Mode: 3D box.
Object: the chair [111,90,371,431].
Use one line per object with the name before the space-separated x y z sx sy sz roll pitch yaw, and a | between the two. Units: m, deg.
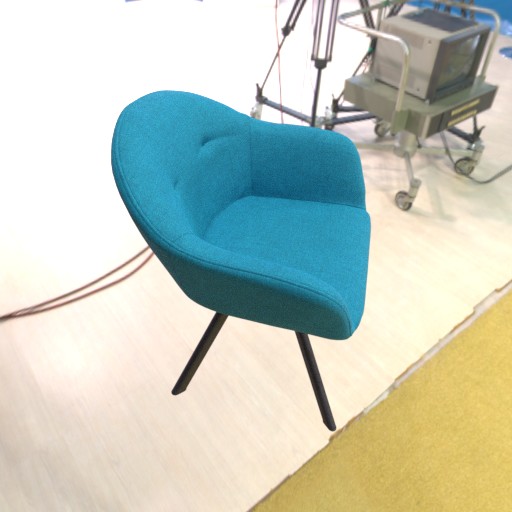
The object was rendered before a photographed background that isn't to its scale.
chair | 0.000 0.000 1.152 0.565 0.775 0.545 10 46 9
